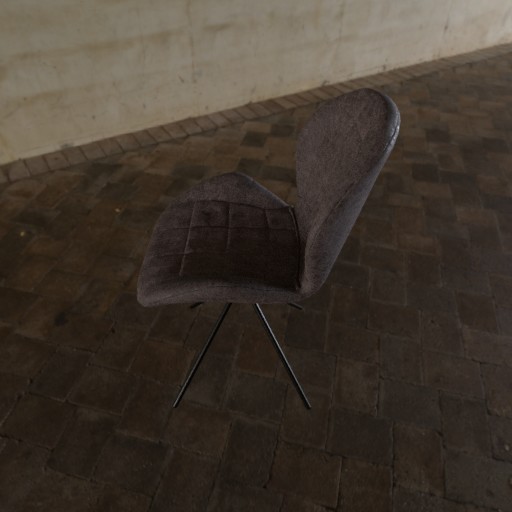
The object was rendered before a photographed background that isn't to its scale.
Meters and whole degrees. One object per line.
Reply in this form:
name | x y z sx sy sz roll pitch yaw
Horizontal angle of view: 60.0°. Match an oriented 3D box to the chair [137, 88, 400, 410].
chair | 0.000 0.000 1.301 0.640 0.934 0.527 1 41 1
